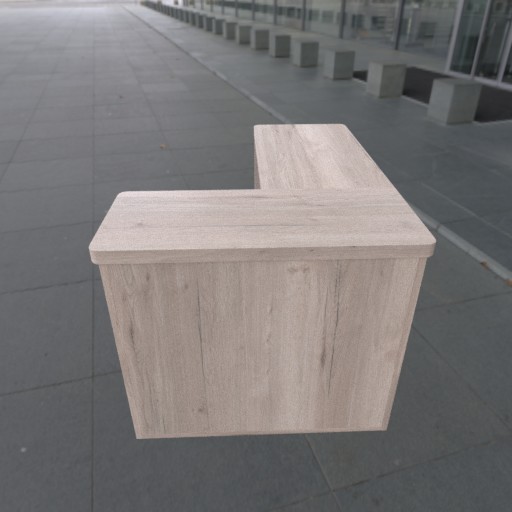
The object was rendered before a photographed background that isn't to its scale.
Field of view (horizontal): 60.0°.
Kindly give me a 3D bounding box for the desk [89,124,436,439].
[{"bbox_3d":[0.000,0.000,1.822,0.900,0.760,1.169,-1,31,-2],"label":"desk"}]
